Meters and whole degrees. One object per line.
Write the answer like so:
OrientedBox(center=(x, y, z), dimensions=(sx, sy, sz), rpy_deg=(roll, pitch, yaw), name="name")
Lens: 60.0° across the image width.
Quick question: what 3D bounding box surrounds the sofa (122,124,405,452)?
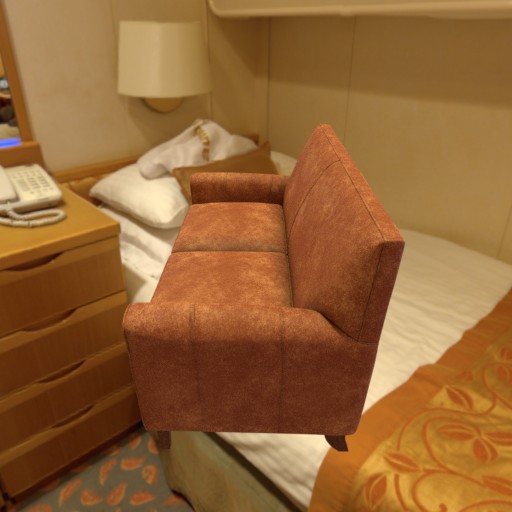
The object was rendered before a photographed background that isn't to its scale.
OrientedBox(center=(0.000, 0.000, 1.970), dimensions=(0.787, 0.871, 1.473), rpy_deg=(0, 28, 1), name="sofa")
